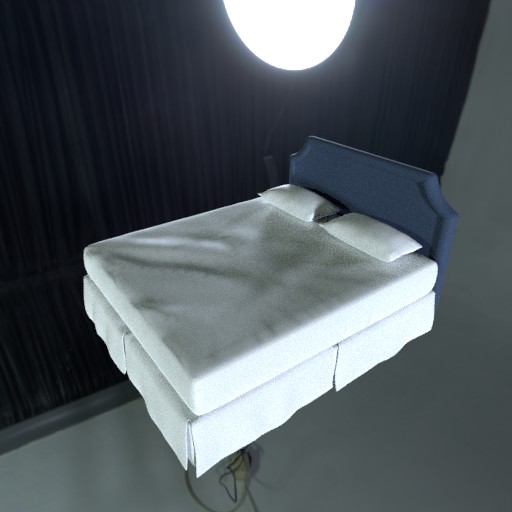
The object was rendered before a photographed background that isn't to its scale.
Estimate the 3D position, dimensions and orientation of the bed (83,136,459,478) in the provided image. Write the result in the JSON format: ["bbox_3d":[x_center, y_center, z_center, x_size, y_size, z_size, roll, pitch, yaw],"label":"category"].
[{"bbox_3d":[0.000,0.000,4.113,2.773,1.488,2.350,-20,35,-31],"label":"bed"}]
